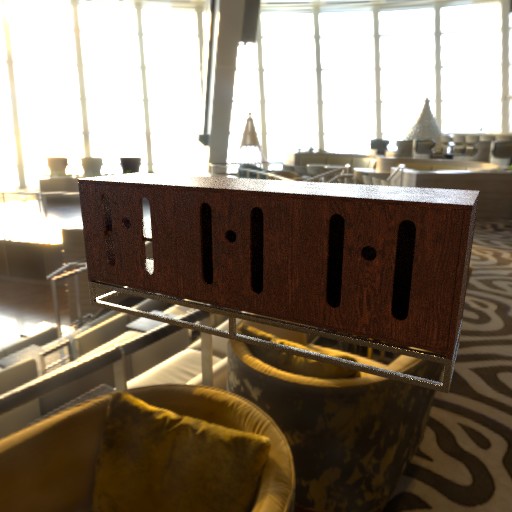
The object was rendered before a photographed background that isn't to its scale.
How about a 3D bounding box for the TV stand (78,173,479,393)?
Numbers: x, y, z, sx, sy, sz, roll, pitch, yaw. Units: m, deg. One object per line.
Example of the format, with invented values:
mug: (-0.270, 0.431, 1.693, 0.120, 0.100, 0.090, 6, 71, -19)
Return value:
TV stand: (0.000, 0.000, 1.790, 1.541, 0.578, 0.382, 8, 17, 27)
